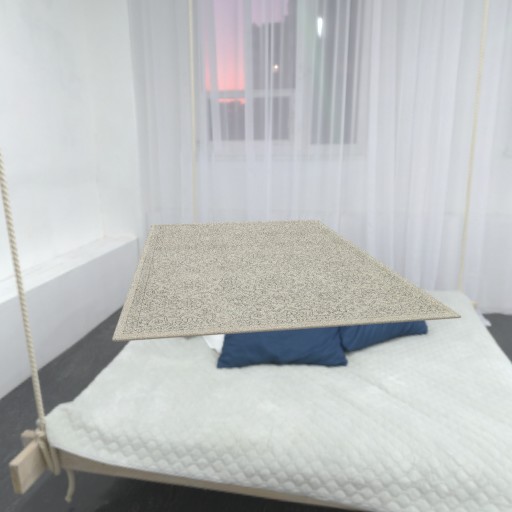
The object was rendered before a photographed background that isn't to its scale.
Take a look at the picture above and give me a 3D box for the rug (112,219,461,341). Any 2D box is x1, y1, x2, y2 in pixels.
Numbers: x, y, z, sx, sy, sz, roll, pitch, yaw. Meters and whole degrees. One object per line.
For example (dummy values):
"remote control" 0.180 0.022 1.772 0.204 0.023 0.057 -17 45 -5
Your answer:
"rug" 0.000 0.000 2.966 1.524 0.011 2.286 -2 16 -9
